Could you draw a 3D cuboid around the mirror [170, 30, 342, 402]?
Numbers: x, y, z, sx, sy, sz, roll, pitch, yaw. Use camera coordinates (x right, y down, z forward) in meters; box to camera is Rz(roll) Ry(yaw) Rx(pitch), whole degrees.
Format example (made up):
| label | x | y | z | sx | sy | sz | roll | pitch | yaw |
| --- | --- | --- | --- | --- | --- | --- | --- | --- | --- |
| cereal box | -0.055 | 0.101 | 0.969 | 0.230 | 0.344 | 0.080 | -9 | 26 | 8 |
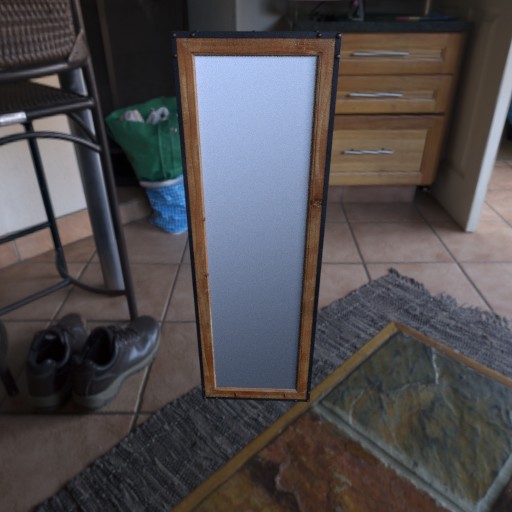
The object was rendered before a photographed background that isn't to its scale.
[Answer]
| label | x | y | z | sx | sy | sz | roll | pitch | yaw |
| --- | --- | --- | --- | --- | --- | --- | --- | --- | --- |
| mirror | 0.000 | 0.000 | 1.188 | 0.354 | 1.080 | 0.042 | 1 | 31 | 2 |
